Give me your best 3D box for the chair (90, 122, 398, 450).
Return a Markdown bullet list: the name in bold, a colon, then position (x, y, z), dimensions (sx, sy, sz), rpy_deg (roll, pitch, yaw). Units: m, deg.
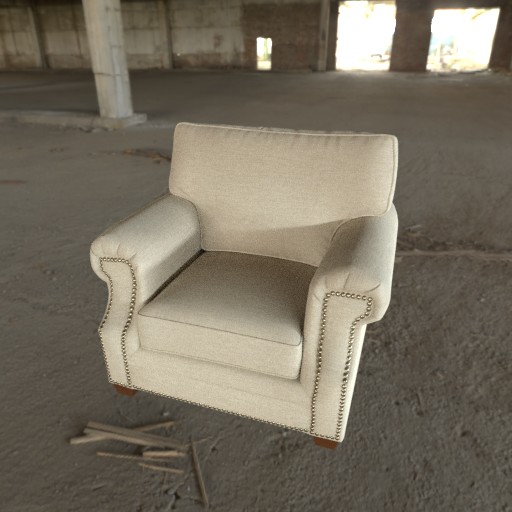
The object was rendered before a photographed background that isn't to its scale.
- **chair**: position (0.000, 0.000, 1.836), dimensions (1.092, 0.961, 0.965), rpy_deg (8, 27, 17)
